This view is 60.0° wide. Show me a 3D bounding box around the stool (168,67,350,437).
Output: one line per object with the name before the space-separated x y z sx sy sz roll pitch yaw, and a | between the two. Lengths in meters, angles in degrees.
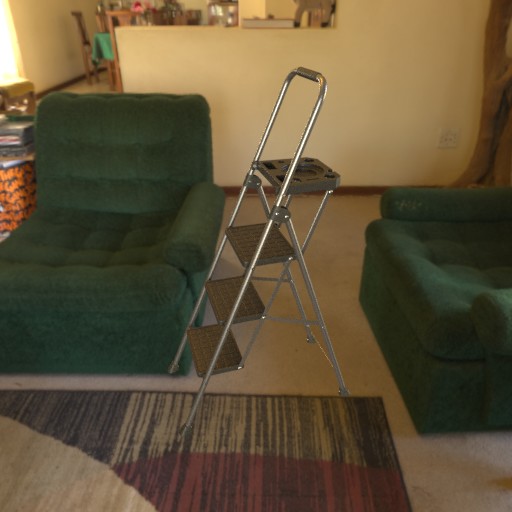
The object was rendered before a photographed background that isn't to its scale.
stool | 0.000 0.000 1.650 0.733 1.277 0.396 -9 31 -15
